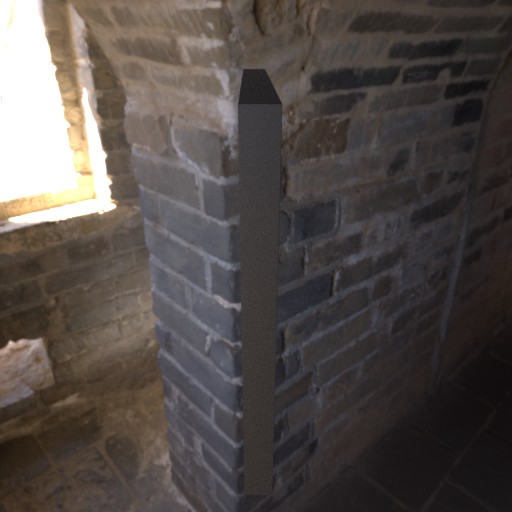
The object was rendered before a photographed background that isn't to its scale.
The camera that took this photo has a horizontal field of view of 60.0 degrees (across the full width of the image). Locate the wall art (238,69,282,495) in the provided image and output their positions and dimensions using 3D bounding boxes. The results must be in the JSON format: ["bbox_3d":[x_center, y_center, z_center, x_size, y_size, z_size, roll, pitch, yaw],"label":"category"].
[{"bbox_3d":[0.000,0.000,0.516,0.029,0.381,0.330,0,26,-1],"label":"wall art"}]
